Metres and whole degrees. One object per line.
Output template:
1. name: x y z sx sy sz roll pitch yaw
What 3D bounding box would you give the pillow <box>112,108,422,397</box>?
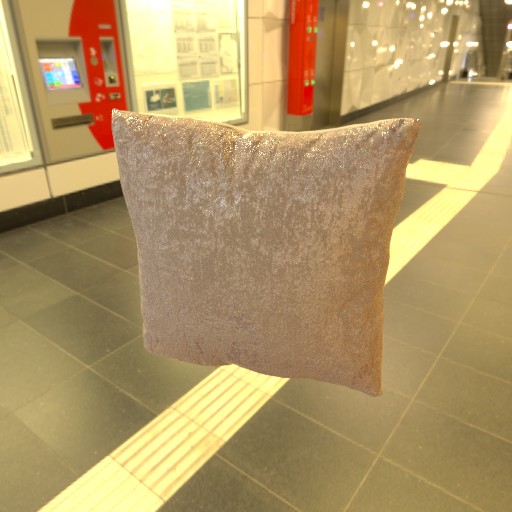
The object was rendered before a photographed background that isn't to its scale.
1. pillow: 0.000 0.000 0.715 0.450 0.448 0.245 8 27 16
